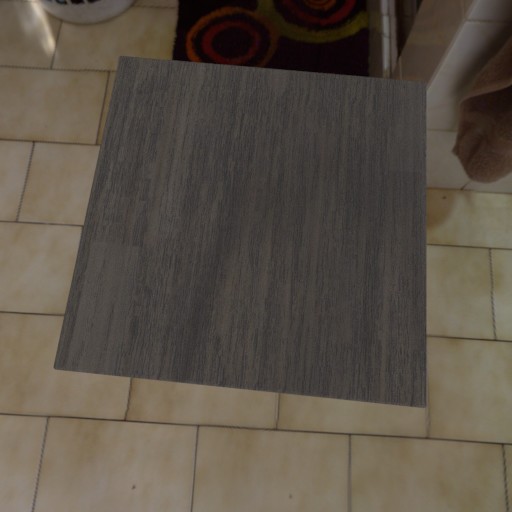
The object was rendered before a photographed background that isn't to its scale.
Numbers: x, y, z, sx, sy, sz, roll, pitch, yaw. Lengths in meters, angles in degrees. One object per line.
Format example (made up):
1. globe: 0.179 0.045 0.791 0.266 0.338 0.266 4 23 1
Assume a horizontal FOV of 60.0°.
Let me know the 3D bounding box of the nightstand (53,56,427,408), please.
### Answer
1. nightstand: 0.000 0.000 0.894 0.503 0.497 0.502 6 75 1
